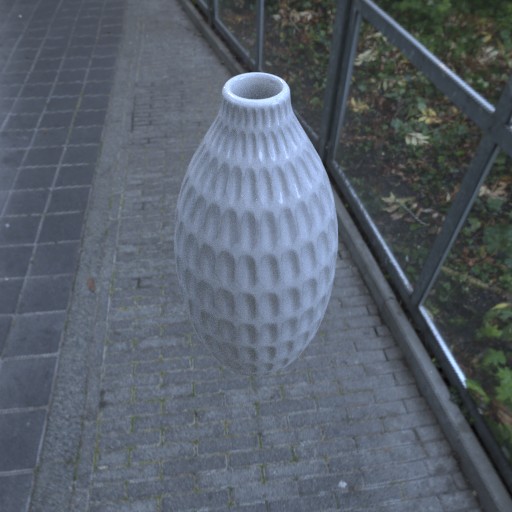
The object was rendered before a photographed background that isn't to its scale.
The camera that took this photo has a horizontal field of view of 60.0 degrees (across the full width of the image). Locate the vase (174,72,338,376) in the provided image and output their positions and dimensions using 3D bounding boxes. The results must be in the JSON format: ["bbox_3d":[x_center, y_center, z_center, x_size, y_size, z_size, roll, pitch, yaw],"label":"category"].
[{"bbox_3d":[0.000,0.000,0.353,0.127,0.282,0.127,0,47,0],"label":"vase"}]
